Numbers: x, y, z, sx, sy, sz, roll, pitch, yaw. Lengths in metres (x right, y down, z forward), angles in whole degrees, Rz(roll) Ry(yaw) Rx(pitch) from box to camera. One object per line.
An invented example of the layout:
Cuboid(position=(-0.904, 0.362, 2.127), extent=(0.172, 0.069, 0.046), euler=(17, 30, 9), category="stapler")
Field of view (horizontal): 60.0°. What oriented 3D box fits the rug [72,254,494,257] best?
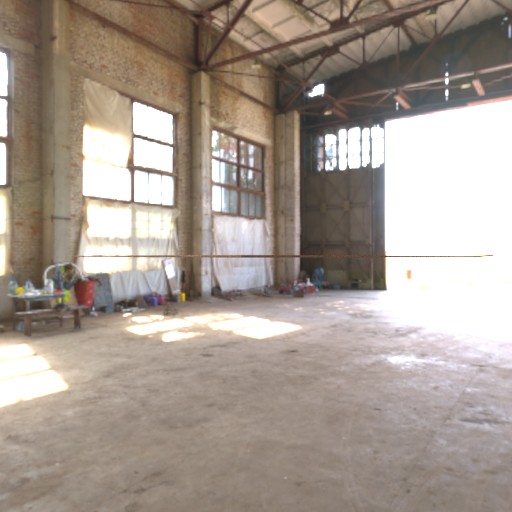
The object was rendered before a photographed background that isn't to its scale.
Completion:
Cuboid(position=(0.000, 0.000, 4.013), extent=(2.431, 0.021, 3.057), euler=(0, 0, -36), category="rug")
